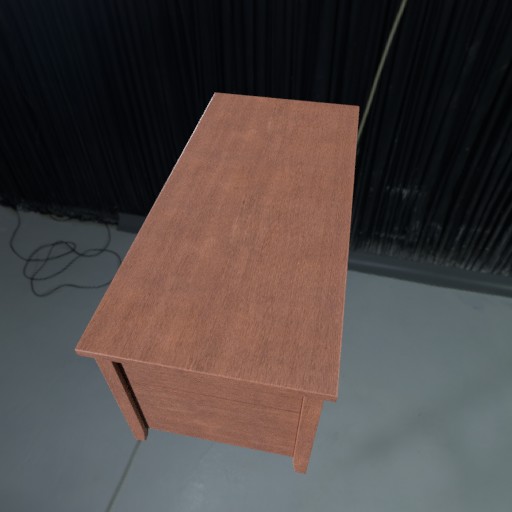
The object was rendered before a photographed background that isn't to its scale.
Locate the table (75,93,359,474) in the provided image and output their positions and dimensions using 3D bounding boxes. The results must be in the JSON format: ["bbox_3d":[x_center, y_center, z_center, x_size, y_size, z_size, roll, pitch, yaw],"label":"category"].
[{"bbox_3d":[0.000,0.000,1.292,0.483,0.457,1.016,8,47,8],"label":"table"}]
